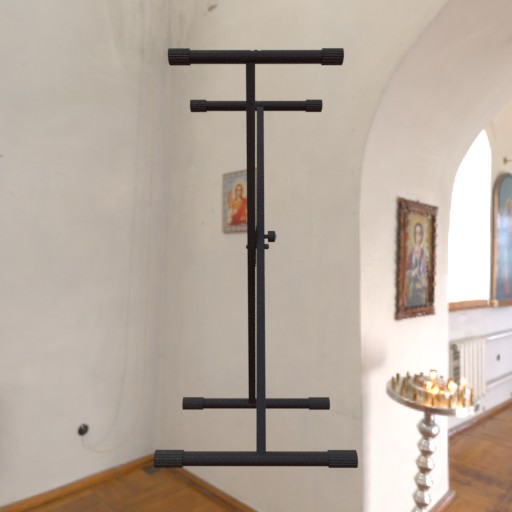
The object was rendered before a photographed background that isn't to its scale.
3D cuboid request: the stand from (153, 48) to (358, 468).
[{"bbox_3d":[0.000,0.000,1.174,0.449,0.940,0.409,0,0,0],"label":"stand"}]
